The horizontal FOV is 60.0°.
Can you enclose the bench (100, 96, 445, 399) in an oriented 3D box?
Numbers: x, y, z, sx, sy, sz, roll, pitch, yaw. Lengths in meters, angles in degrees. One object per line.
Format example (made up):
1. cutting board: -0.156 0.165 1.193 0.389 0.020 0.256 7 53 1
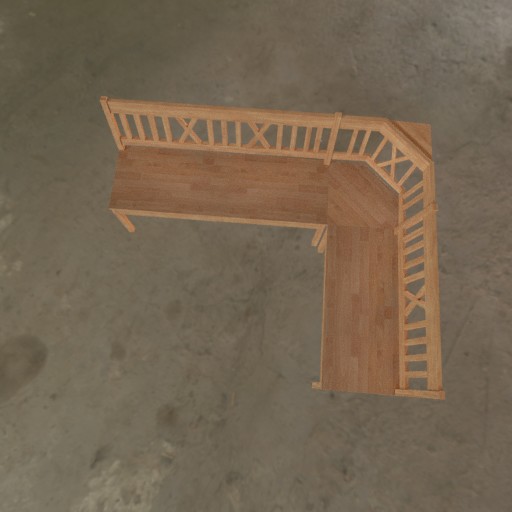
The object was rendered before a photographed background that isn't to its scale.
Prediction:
1. bench: 0.000 0.000 2.780 1.937 0.902 1.537 4 74 1
